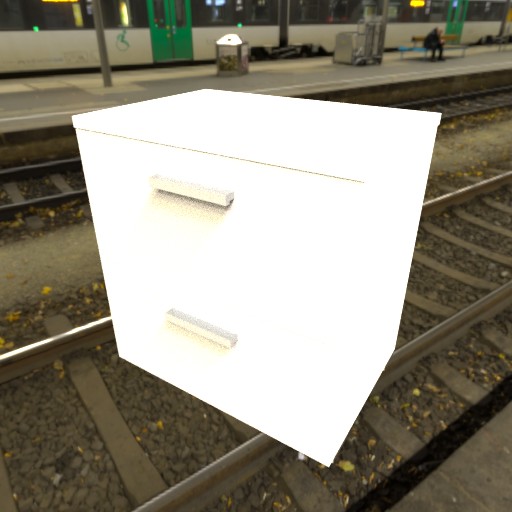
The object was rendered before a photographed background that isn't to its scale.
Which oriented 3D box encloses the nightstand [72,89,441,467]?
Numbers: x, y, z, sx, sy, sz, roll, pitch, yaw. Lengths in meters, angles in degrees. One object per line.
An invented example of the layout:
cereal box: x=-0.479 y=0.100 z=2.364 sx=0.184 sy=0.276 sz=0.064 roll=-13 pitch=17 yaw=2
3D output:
nightstand: x=0.000 y=0.000 z=0.749 sx=0.441 sy=0.460 sz=0.325 roll=17 pitch=33 yaw=28
